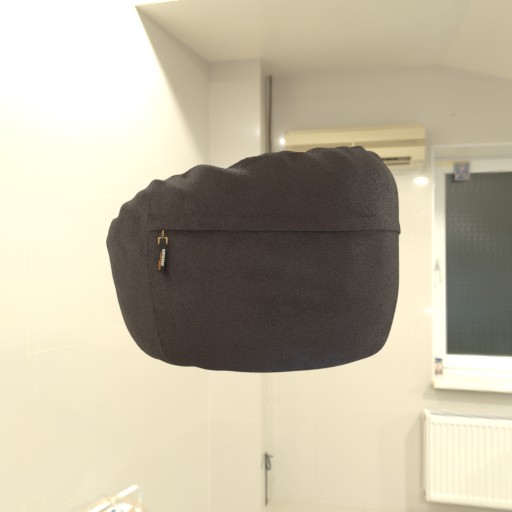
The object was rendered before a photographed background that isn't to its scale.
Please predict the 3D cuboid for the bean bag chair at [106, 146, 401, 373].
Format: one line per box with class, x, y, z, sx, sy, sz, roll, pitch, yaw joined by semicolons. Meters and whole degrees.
bean bag chair;0.000;0.000;2.006;1.245;0.821;1.245;0;0;0
